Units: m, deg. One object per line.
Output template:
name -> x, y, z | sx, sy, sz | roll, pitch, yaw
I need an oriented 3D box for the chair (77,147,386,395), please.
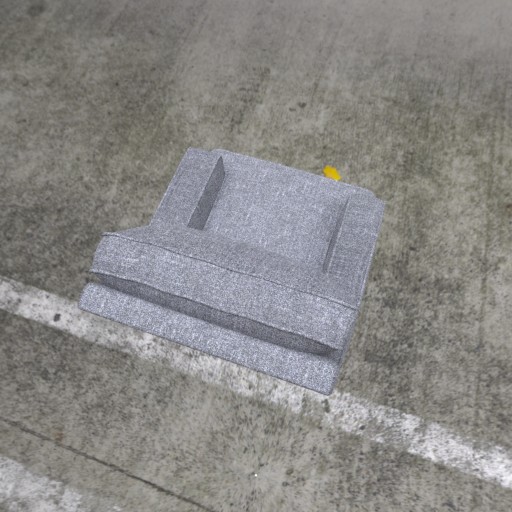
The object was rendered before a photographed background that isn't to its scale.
chair -> 0.000, 0.000, 1.706 | 0.861, 0.962, 0.964 | 17, 65, 8
